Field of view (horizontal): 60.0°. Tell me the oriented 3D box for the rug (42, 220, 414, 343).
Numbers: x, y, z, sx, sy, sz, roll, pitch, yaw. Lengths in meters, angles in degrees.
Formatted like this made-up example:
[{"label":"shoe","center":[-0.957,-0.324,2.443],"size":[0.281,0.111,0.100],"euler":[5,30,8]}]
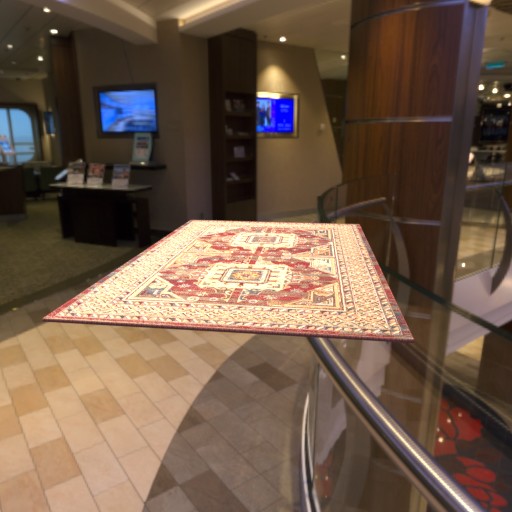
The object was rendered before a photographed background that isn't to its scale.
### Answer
[{"label":"rug","center":[0.000,0.000,5.740],"size":[3.033,0.033,4.578],"euler":[2,15,7]}]
